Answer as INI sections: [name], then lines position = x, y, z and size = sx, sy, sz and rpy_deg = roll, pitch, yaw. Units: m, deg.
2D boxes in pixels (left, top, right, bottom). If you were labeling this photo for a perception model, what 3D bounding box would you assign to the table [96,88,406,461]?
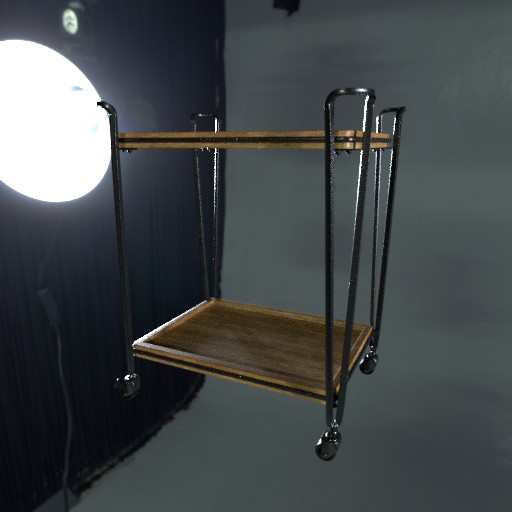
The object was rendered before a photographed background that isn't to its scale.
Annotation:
[table]
position = 0.000, 0.000, 1.211
size = 0.672, 0.785, 0.505
rpy_deg = 7, 16, 25
